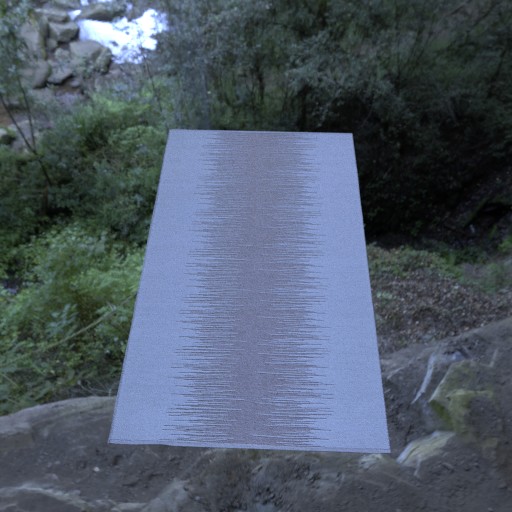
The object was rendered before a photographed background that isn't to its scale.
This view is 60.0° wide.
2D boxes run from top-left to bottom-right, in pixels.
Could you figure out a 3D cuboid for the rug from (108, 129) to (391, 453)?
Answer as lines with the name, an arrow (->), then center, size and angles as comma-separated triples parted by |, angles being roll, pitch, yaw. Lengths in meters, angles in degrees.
rug -> 0.000, 0.000, 3.020 | 1.522, 0.012, 2.440 | 2, 58, 1
